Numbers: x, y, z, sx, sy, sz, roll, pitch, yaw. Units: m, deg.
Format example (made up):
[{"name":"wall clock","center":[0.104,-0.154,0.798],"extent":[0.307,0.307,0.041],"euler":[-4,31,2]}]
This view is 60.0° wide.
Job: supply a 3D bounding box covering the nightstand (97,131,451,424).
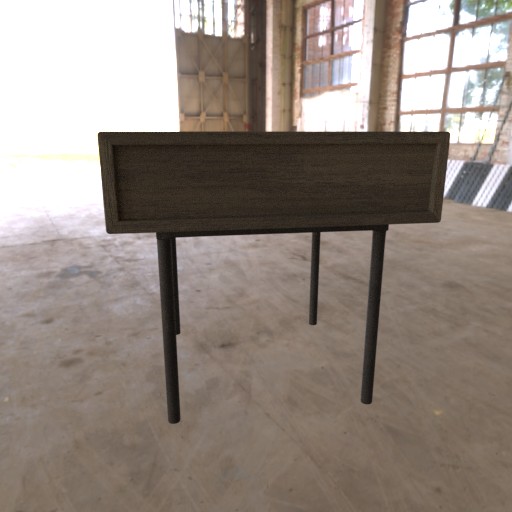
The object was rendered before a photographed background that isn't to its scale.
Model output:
[{"name":"nightstand","center":[0.000,0.000,0.919],"extent":[0.502,0.497,0.503],"euler":[-3,16,-9]}]
